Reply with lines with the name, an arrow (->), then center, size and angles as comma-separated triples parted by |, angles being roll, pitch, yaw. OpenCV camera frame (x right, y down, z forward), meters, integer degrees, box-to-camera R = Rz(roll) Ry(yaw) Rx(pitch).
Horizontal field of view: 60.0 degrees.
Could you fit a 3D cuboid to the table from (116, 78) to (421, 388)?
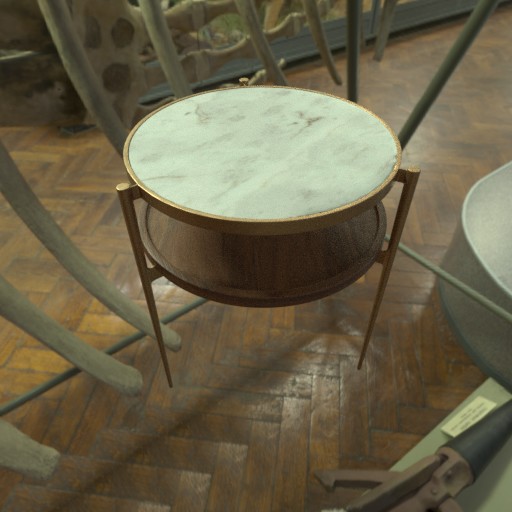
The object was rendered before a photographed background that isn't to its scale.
table -> 0.000, 0.000, 0.848 | 0.456, 0.493, 0.430 | -27, 49, -26
